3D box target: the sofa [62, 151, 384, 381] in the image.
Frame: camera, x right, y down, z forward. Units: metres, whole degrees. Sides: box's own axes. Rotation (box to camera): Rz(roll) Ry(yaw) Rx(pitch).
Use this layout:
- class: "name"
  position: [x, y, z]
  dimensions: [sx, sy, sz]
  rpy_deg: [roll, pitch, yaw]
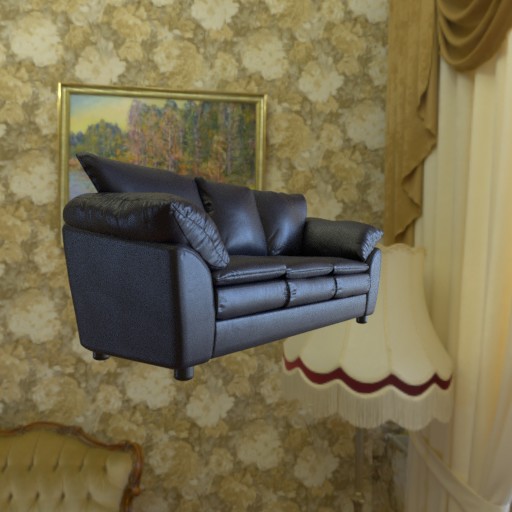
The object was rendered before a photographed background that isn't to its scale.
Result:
- class: "sofa"
  position: [0.000, 0.000, 2.911]
  dimensions: [0.880, 1.073, 2.336]
  rpy_deg: [0, 1, 37]
